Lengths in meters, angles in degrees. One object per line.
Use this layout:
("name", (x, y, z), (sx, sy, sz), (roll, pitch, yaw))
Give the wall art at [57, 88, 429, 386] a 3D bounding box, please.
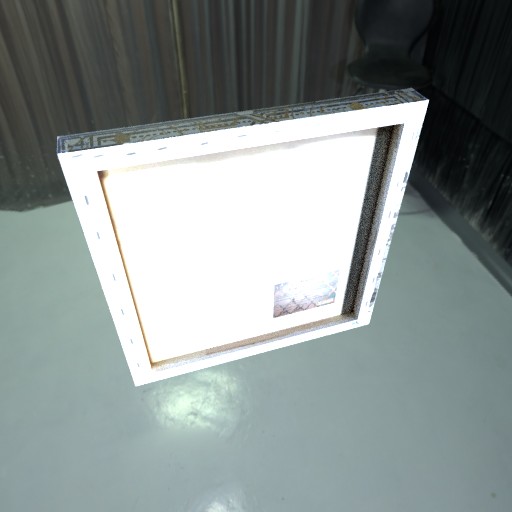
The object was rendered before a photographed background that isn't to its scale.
("wall art", (0.000, 0.000, 0.620), (0.411, 0.410, 0.038), (-12, 44, -13))
